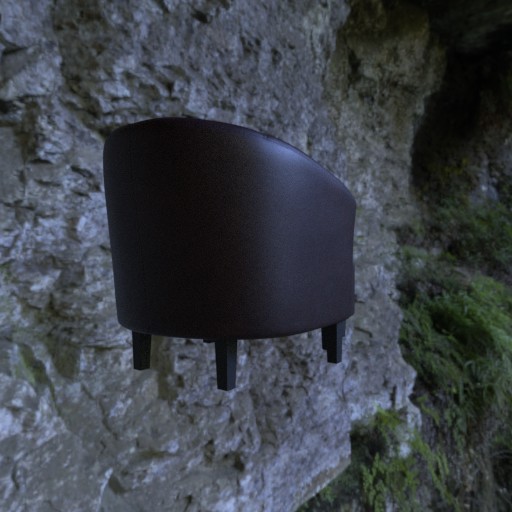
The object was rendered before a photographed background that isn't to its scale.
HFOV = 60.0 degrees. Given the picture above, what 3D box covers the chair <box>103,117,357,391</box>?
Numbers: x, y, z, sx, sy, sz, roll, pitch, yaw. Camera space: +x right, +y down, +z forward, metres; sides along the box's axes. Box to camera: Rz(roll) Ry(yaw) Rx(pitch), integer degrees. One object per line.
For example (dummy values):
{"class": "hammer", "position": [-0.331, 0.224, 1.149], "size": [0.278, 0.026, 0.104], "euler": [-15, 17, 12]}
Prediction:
{"class": "chair", "position": [0.000, 0.000, 1.689], "size": [0.737, 0.755, 1.176], "euler": [0, 1, 36]}
